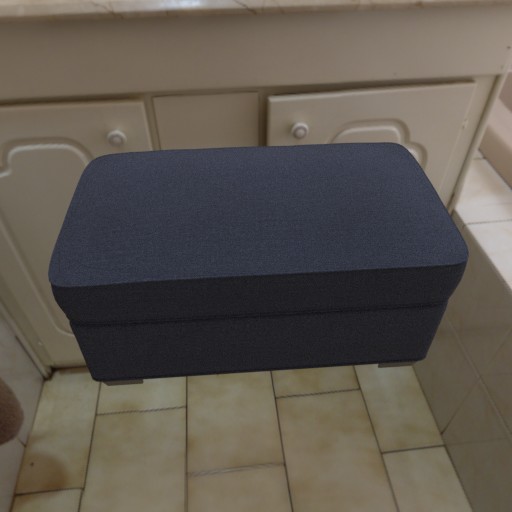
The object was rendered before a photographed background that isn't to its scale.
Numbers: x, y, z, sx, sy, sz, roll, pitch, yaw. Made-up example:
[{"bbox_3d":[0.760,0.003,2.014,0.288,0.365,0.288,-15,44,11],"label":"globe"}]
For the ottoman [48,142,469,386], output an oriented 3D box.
[{"bbox_3d":[0.000,0.000,1.193,0.895,0.453,0.505,-3,44,-3],"label":"ottoman"}]
